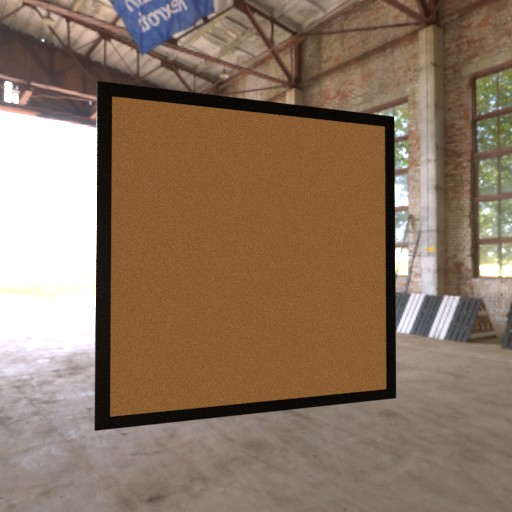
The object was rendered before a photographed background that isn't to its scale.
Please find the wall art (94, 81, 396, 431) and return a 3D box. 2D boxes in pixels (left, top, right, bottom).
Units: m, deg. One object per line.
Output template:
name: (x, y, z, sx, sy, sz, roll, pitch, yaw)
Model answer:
wall art: (0.000, 0.000, 0.442, 0.299, 0.299, 0.037, 0, -1, -18)
